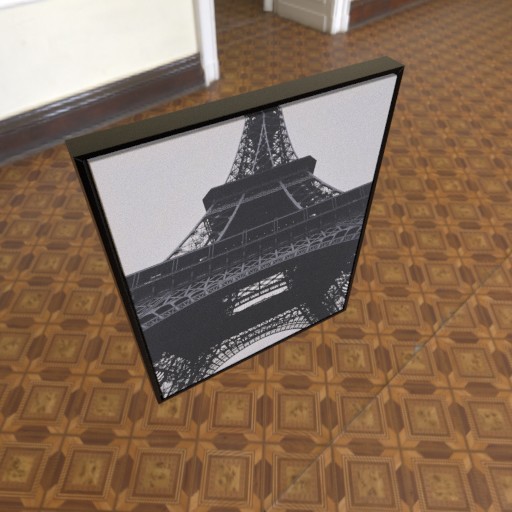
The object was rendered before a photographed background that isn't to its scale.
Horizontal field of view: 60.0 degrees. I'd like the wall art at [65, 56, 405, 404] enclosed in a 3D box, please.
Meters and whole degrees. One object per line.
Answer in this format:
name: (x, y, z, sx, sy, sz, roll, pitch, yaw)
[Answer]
wall art: (0.000, 0.000, 0.740, 0.451, 0.553, 0.039, -22, 50, -20)
